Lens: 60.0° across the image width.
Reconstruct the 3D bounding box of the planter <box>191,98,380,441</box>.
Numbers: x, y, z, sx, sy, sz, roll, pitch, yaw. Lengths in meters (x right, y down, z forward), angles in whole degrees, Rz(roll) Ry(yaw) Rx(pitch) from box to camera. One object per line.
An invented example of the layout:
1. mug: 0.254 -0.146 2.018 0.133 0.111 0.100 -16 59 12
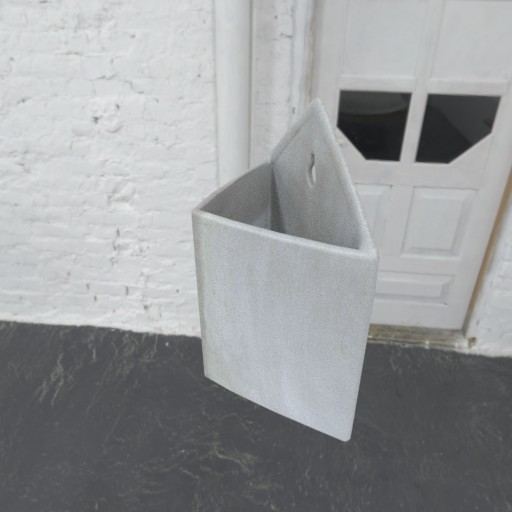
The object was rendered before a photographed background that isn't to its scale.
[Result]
1. planter: 0.000 0.000 0.289 0.080 0.194 0.163 -9 32 -14
